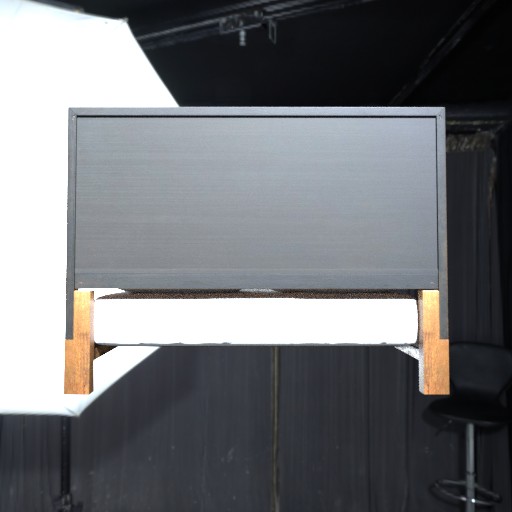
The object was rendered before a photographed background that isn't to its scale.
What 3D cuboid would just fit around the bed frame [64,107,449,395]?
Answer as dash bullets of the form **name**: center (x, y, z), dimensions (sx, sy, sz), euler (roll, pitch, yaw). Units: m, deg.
- **bed frame**: center (0.000, 0.000, 3.483), dimensions (2.038, 1.537, 2.235), euler (0, -2, 0)
